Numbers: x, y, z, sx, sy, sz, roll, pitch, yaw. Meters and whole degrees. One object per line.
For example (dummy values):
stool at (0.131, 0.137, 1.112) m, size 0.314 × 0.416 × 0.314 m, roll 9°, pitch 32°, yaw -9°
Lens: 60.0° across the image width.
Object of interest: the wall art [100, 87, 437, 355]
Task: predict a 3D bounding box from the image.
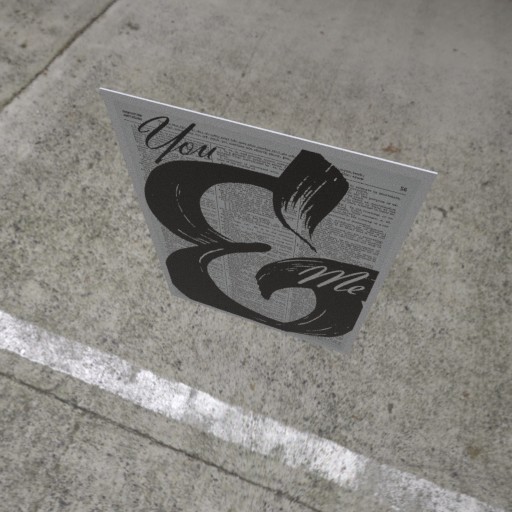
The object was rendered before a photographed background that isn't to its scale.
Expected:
wall art at (0.000, 0.000, 0.823) m, size 0.457 × 0.609 × 0.003 m, roll 17°, pitch 59°, yaw 11°
